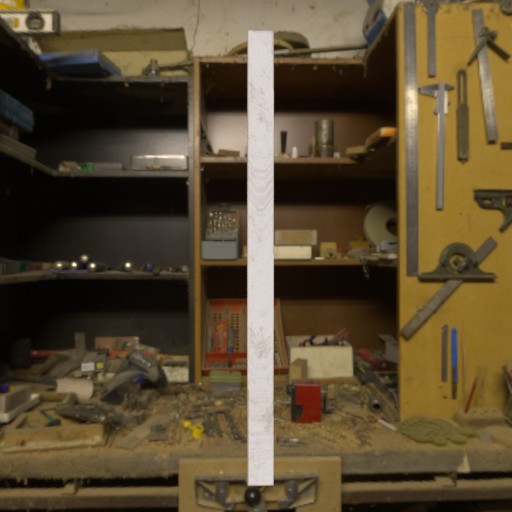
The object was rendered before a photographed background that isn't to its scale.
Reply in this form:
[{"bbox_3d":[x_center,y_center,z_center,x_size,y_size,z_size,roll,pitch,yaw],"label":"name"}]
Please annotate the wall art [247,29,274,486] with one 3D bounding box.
[{"bbox_3d":[0.000,0.000,0.745,0.029,0.506,0.508,0,1,-1],"label":"wall art"}]
